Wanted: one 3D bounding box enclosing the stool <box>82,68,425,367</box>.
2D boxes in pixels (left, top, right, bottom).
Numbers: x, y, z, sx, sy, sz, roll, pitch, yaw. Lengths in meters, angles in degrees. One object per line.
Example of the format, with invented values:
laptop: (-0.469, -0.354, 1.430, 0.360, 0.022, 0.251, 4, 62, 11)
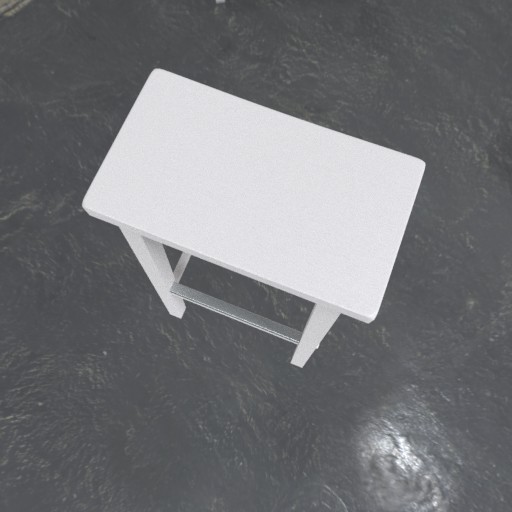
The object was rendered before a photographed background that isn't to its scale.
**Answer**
stool: (0.000, 0.000, 0.945, 0.406, 0.742, 0.322, 21, 76, 6)
